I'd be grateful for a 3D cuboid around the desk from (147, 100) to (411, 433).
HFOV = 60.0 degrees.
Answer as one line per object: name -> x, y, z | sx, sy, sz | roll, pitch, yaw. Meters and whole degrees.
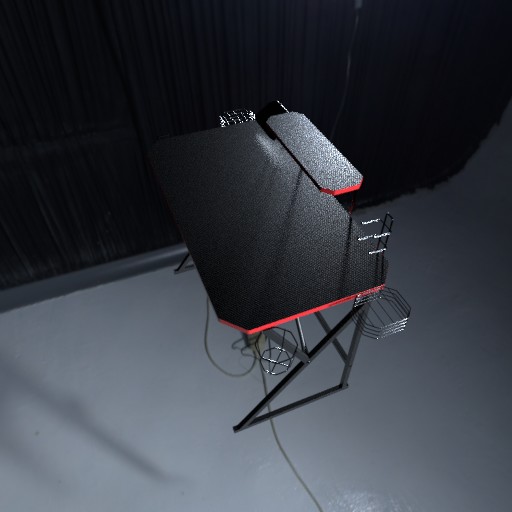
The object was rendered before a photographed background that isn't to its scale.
desk -> 0.000, 0.000, 1.789 | 0.588, 0.913, 1.280 | -16, 48, -15
